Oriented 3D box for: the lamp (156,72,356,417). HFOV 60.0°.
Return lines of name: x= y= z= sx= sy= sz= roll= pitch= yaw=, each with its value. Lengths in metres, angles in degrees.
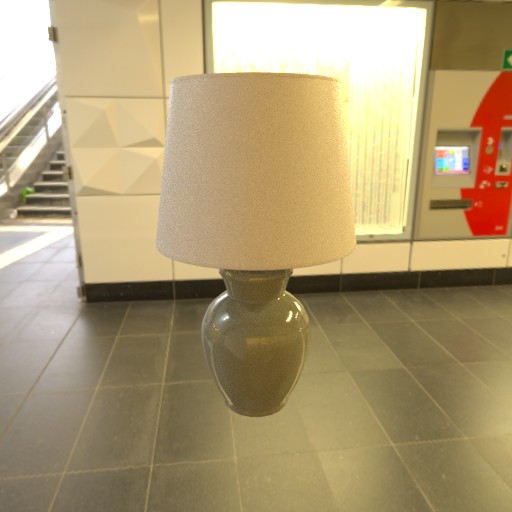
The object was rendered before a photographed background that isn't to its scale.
lamp: x=0.000 y=0.000 z=0.546 sx=0.239 sy=0.399 sz=0.239 roll=0 pitch=16 yaw=0
